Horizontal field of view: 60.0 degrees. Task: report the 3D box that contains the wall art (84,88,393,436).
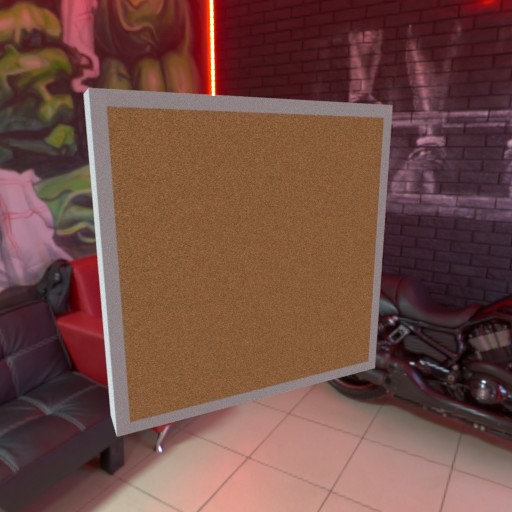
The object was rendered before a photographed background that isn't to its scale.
[{"bbox_3d":[0.000,0.000,0.457,0.305,0.305,0.038,-6,15,-25],"label":"wall art"}]
